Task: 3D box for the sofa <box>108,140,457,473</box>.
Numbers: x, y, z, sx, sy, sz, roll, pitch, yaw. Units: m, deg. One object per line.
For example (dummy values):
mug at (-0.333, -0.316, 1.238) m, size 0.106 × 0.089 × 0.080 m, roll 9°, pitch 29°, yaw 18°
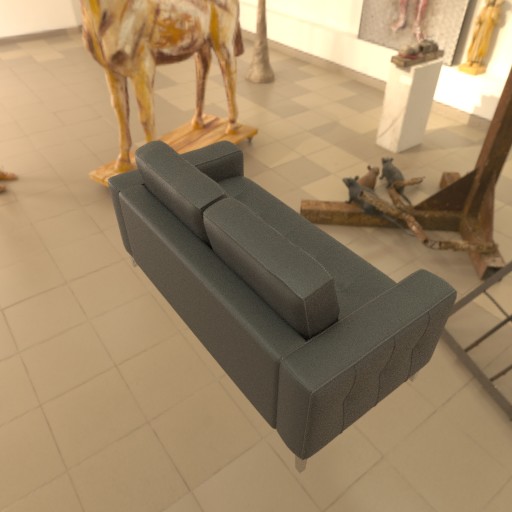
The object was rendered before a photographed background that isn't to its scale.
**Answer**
sofa at (0.000, 0.000, 2.250) m, size 0.833 × 0.893 × 1.726 m, roll -26°, pitch 47°, yaw -27°
